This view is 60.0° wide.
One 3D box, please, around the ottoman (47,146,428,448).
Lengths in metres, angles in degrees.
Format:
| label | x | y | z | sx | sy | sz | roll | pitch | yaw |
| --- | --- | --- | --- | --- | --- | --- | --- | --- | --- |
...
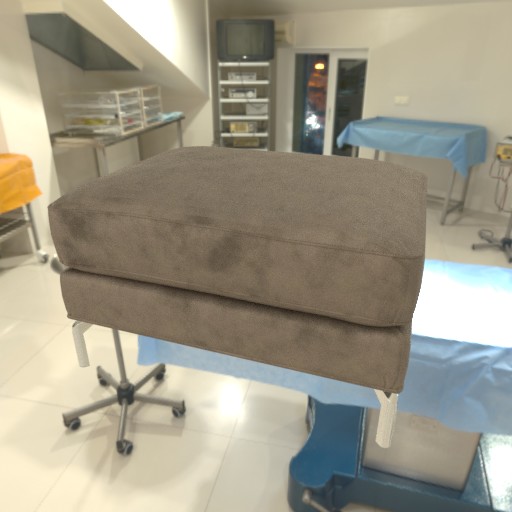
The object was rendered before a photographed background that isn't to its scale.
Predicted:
| label | x | y | z | sx | sy | sz | roll | pitch | yaw |
| --- | --- | --- | --- | --- | --- | --- | --- | --- | --- |
| ottoman | 0.000 | 0.000 | 1.044 | 0.719 | 0.456 | 0.520 | 9 | 27 | 18 |
